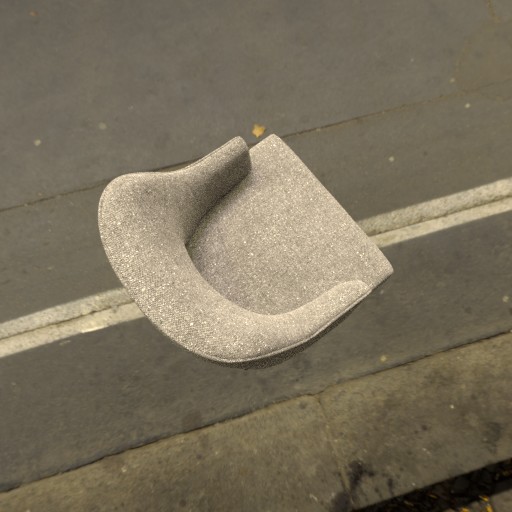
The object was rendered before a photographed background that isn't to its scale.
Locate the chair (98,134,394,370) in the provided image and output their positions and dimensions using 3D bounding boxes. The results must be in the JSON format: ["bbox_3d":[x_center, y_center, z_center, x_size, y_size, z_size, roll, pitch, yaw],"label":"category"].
[{"bbox_3d":[0.000,0.000,1.313,0.629,0.875,0.608,-37,78,-9],"label":"chair"}]
